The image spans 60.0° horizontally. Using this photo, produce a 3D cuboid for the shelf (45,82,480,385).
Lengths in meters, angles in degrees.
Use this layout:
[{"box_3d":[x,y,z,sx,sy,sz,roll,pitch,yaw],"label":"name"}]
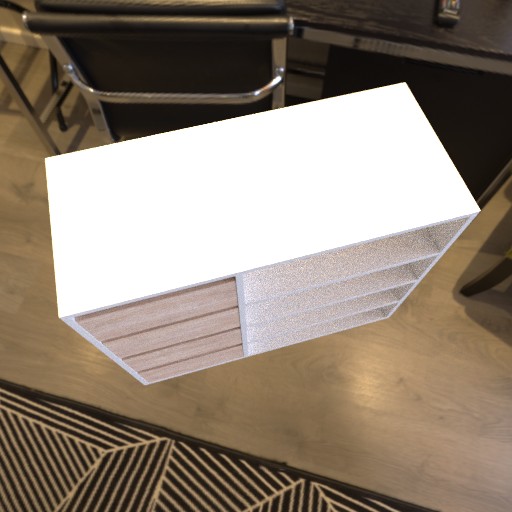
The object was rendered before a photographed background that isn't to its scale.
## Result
[{"box_3d":[0.000,0.000,1.314,0.895,0.732,0.396,-14,65,-7],"label":"shelf"}]
